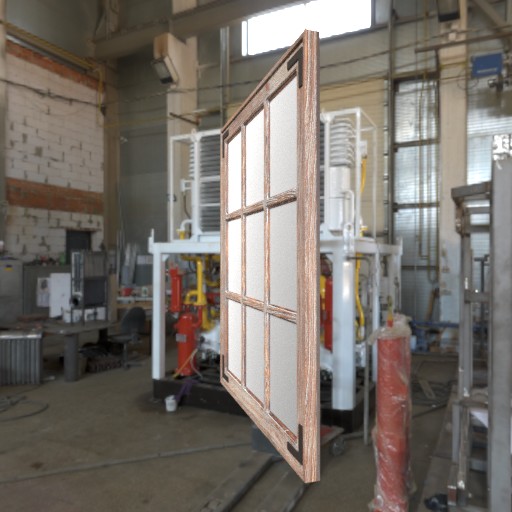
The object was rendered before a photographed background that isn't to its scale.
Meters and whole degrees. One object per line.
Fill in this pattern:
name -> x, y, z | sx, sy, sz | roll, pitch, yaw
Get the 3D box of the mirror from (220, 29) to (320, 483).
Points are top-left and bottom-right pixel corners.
mirror -> 0.000, 0.000, 1.213 | 0.032, 0.882, 0.730 | 0, 0, -18
